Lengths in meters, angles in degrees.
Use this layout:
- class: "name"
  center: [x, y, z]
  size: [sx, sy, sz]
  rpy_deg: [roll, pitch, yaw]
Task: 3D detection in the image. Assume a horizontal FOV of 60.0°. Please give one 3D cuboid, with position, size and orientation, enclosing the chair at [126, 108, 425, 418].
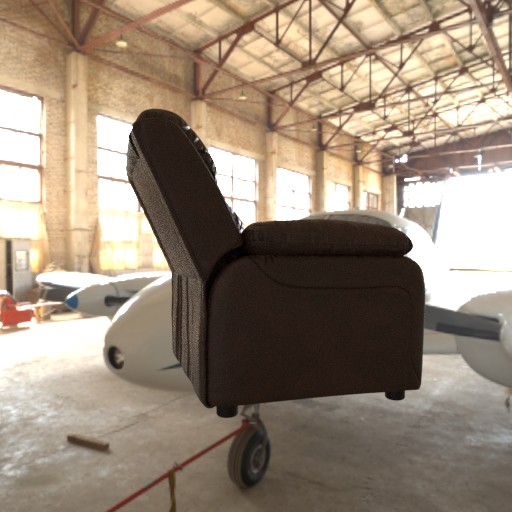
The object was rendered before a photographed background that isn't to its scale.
- class: "chair"
  center: [0.000, 0.000, 1.260]
  size: [0.707, 0.702, 0.680]
  rpy_deg: [0, 0, -17]
